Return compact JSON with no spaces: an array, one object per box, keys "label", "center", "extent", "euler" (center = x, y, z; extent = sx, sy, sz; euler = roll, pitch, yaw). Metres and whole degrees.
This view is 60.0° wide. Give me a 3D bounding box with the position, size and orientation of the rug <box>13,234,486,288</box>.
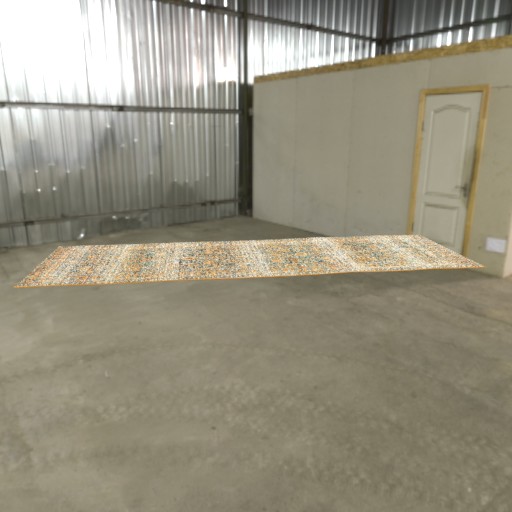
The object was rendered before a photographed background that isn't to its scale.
[{"label":"rug","center":[0.000,0.000,2.465],"extent":[2.294,0.014,0.704],"euler":[-2,17,-7]}]
